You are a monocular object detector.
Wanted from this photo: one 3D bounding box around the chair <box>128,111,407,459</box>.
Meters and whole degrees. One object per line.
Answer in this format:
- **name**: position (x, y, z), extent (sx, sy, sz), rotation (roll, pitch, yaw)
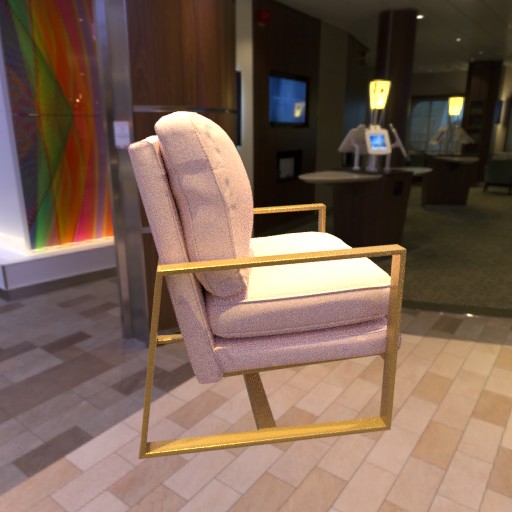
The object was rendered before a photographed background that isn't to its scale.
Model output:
- **chair**: position (0.000, 0.000, 1.556), extent (0.813, 0.956, 0.758), rotation (-3, 17, -9)
